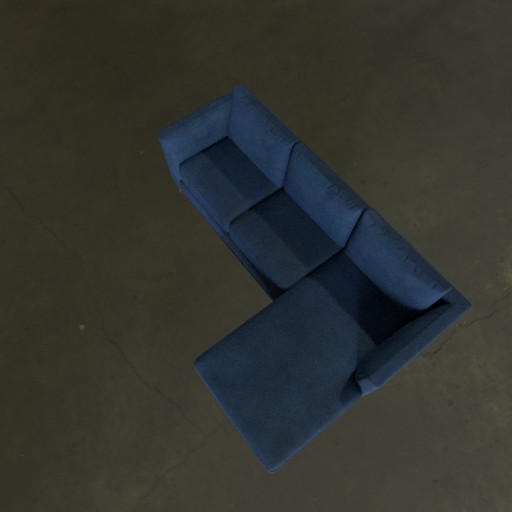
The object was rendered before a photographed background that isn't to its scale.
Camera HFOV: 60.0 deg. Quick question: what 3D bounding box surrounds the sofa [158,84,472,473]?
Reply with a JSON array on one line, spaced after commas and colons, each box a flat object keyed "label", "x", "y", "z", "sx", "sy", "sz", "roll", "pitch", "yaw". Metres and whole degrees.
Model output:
[{"label": "sofa", "x": 0.000, "y": 0.000, "z": 3.244, "sx": 1.622, "sy": 0.987, "sz": 2.438, "roll": -35, "pitch": 69, "yaw": -16}]
